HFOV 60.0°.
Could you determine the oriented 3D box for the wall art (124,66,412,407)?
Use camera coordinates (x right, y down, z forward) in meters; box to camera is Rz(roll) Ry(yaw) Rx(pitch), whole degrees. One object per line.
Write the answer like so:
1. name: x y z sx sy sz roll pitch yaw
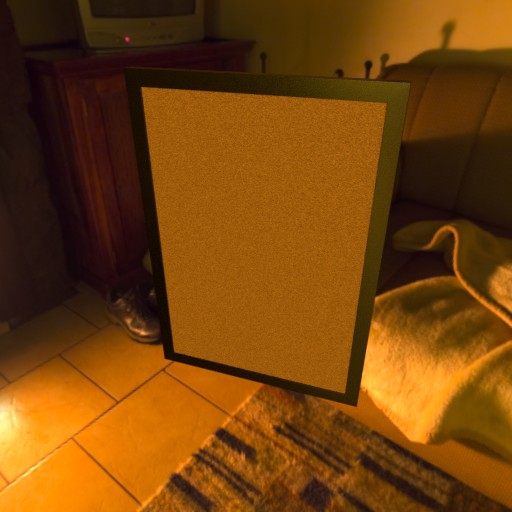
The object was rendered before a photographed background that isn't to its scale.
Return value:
1. wall art: 0.000 0.000 0.562 0.304 0.432 0.013 10 32 16
